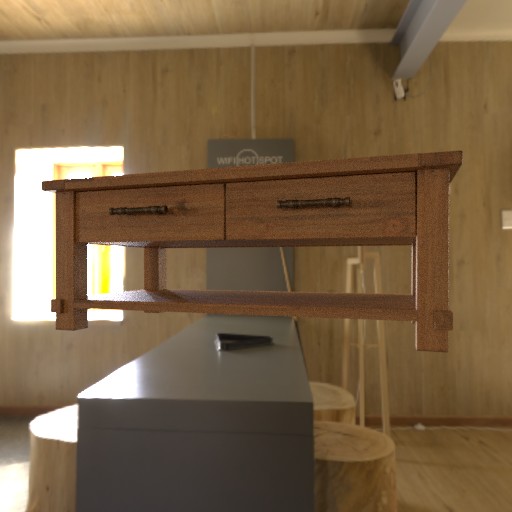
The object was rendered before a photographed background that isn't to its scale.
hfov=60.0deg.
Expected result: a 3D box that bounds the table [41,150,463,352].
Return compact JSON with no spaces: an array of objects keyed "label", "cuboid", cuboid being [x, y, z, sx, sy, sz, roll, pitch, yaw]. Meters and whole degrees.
[{"label":"table","cuboid":[0.000,0.000,1.582,1.270,0.494,0.693,0,-1,18]}]
